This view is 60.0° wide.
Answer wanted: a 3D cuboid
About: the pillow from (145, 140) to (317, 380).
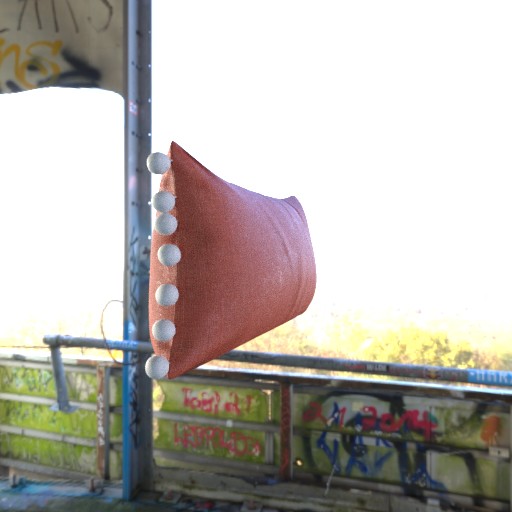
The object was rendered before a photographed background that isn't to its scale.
[{"bbox_3d":[0.000,0.000,0.864,0.201,0.322,0.709,0,0,19],"label":"pillow"}]
